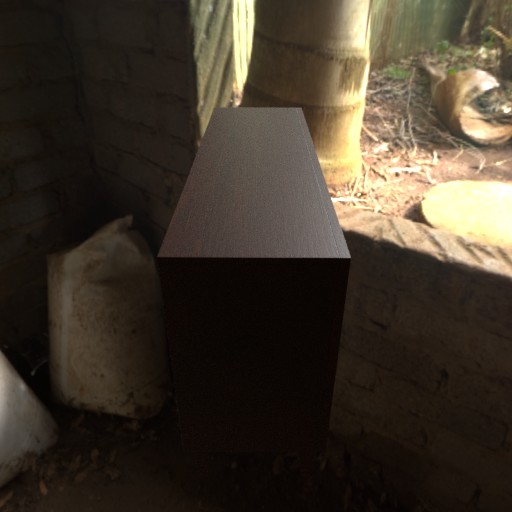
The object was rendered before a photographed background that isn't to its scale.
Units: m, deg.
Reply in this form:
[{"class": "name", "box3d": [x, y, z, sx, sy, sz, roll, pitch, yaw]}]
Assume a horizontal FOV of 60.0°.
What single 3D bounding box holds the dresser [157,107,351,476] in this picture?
[{"class": "dresser", "box3d": [0.000, 0.000, 2.054, 0.499, 0.971, 1.609, 0, 31, 0]}]
